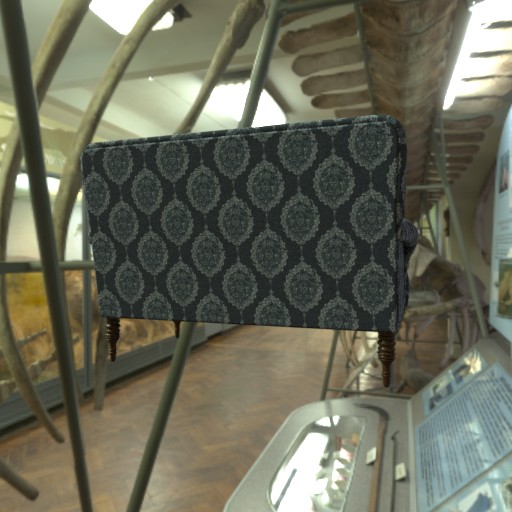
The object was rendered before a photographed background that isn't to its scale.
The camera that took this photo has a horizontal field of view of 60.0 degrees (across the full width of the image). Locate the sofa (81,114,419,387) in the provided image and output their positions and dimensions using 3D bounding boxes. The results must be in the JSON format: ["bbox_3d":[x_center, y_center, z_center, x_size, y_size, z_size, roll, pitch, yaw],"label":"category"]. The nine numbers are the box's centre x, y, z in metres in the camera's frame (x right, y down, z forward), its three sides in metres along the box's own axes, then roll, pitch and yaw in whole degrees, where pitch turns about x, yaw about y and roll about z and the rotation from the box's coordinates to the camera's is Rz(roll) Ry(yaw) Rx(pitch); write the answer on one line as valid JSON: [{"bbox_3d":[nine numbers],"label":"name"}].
[{"bbox_3d":[0.000,0.000,1.872,1.297,0.867,0.779,0,0,19],"label":"sofa"}]
